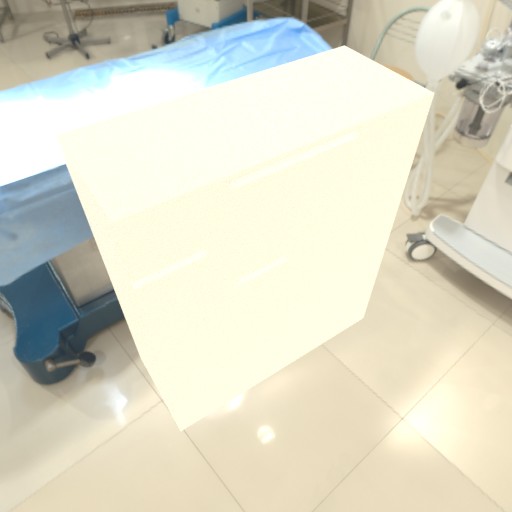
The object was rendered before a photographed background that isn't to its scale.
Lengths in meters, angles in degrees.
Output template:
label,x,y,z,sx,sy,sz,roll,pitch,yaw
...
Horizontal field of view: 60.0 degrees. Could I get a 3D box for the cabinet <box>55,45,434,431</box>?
label,x,y,z,sx,sy,sz,roll,pitch,yaw
cabinet,0.000,0.000,1.675,1.000,1.190,0.400,-26,53,-22
